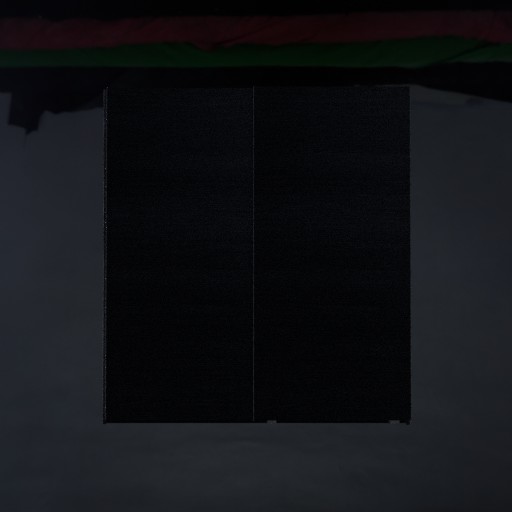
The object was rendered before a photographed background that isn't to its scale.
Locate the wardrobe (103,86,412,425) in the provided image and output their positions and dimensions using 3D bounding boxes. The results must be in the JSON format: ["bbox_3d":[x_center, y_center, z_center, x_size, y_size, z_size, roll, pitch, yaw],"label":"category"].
[{"bbox_3d":[0.000,0.000,2.855,1.780,1.960,0.629,0,-1,0],"label":"wardrobe"}]
